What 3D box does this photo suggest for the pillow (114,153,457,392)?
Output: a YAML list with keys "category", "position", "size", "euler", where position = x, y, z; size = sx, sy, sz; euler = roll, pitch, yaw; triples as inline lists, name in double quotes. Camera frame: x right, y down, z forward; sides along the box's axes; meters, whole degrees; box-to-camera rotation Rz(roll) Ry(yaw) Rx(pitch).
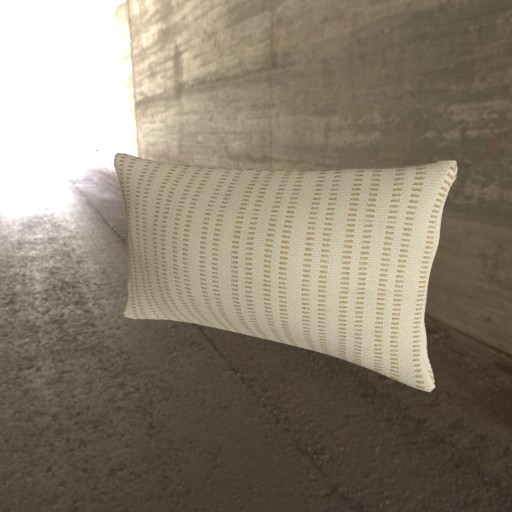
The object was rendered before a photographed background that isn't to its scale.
- category: "pillow"
  position: [0.000, 0.000, 0.798]
  size: [0.640, 0.353, 0.210]
  euler: [8, 17, 27]
